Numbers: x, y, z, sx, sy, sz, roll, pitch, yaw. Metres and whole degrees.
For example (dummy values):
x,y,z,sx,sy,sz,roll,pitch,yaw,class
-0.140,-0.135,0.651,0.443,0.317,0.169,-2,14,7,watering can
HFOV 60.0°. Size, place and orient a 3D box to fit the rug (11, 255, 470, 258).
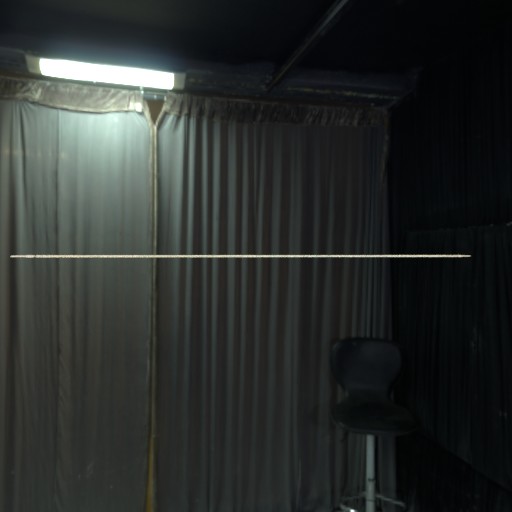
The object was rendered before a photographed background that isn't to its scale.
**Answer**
x,y,z,sx,sy,sz,roll,pitch,yaw,class
0.000,0.000,2.613,2.440,0.013,0.769,0,0,-18,rug
